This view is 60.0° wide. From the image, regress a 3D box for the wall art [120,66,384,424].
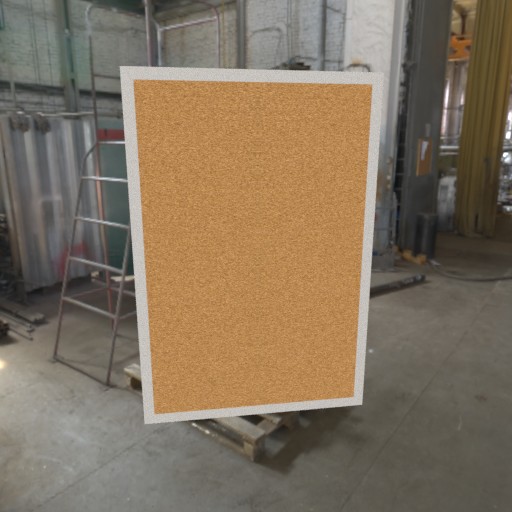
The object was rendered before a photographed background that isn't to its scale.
[{"bbox_3d":[0.000,0.000,0.845,0.450,0.657,0.038,-2,14,-8],"label":"wall art"}]
